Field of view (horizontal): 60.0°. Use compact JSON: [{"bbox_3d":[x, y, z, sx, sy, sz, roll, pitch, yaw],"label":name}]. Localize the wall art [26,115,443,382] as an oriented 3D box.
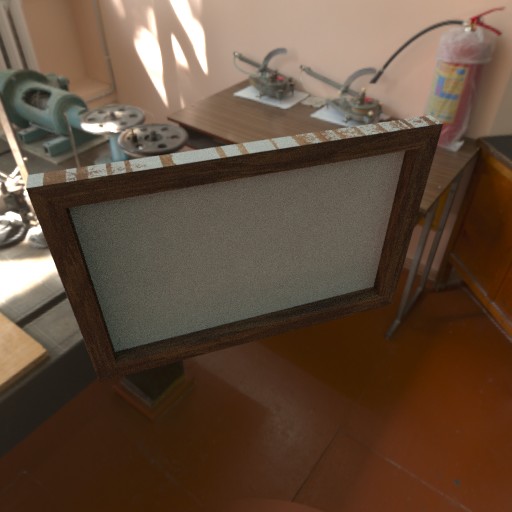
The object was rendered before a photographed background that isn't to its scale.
[{"bbox_3d":[0.000,0.000,0.761,0.609,0.405,0.035,-12,41,-14],"label":"wall art"}]
